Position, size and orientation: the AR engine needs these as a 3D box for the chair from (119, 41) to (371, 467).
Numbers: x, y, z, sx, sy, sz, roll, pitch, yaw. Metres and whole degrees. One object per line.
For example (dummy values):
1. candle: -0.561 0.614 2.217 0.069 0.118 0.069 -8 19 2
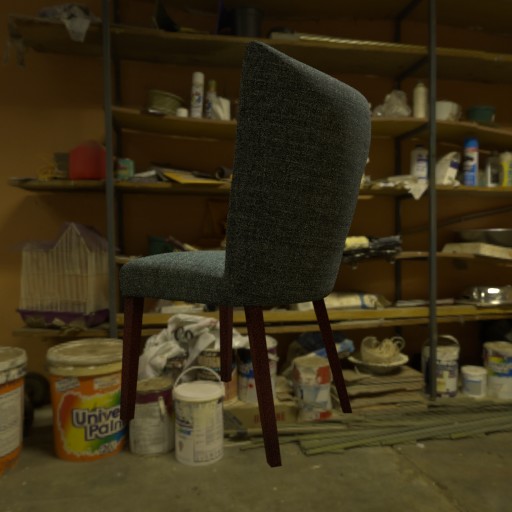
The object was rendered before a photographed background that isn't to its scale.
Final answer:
1. chair: 0.000 0.000 1.255 0.623 0.924 0.535 1 1 36
